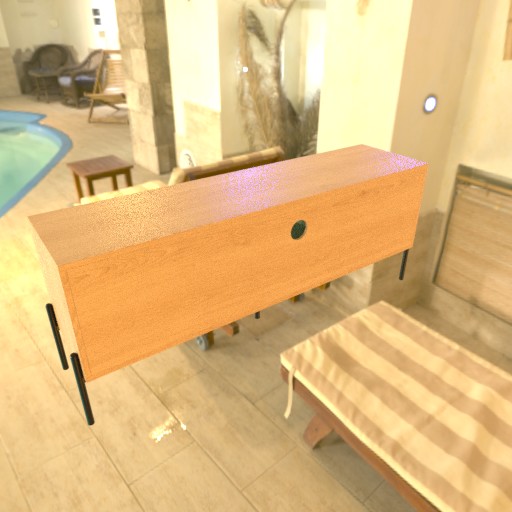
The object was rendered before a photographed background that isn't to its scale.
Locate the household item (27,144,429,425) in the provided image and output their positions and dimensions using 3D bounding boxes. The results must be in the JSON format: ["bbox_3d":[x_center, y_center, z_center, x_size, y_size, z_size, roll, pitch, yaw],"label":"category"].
[{"bbox_3d":[0.000,0.000,1.788,1.550,0.600,0.400,-19,34,-30],"label":"household item"}]
